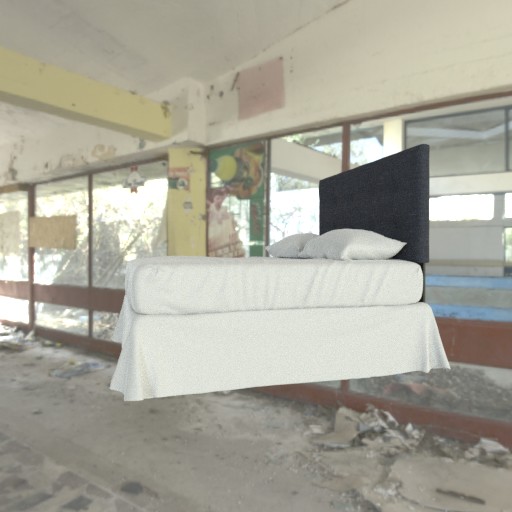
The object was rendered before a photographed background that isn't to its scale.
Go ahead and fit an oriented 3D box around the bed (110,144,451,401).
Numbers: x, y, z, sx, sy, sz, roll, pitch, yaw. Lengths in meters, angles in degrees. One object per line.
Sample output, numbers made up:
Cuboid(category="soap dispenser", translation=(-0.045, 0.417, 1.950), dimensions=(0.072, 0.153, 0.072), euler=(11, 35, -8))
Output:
Cuboid(category="bed", translation=(0.000, 0.000, 3.557), dimensions=(2.222, 1.577, 1.936), euler=(0, 0, -18))
